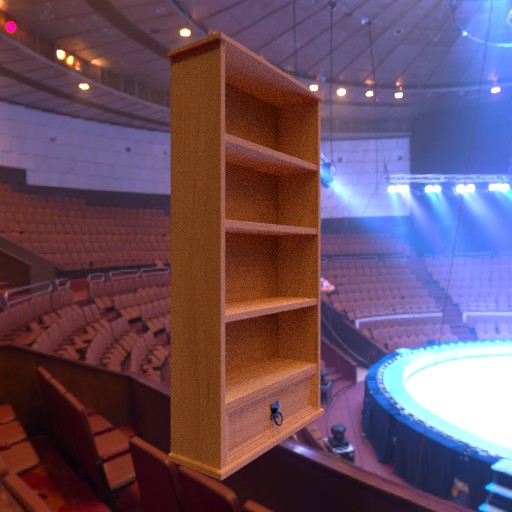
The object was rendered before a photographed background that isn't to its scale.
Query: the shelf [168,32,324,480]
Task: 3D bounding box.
[{"bbox_3d":[0.000,0.000,1.274,0.175,1.030,0.520,0,0,35],"label":"shelf"}]
